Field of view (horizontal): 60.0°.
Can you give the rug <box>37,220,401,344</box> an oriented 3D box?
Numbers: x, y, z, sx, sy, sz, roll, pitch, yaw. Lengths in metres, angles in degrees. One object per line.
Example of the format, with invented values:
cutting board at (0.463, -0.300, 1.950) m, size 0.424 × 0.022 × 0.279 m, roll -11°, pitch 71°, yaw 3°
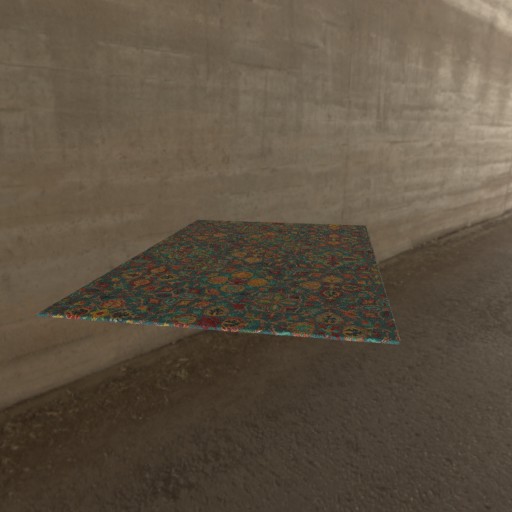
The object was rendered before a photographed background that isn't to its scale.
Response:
rug at (0.000, 0.000, 2.882) m, size 1.527 × 0.016 × 2.290 m, roll 3°, pitch 15°, yaw 10°
